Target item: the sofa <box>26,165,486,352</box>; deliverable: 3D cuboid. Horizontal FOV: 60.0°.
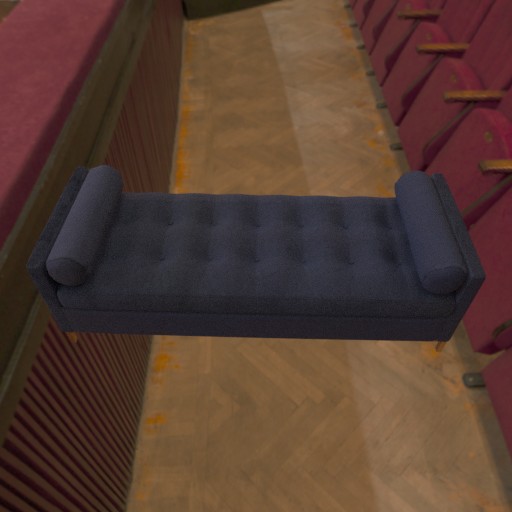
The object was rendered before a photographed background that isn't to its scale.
[{"bbox_3d":[0.000,0.000,2.456,2.102,0.705,0.796,1,47,1],"label":"sofa"}]
